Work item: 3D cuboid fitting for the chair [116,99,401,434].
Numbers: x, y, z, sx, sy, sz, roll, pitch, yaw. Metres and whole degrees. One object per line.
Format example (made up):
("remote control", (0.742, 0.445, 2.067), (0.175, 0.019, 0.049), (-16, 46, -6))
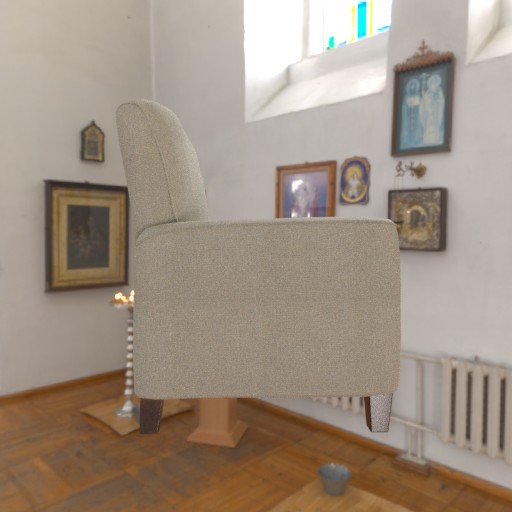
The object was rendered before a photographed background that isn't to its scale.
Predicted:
("chair", (0.000, 0.000, 1.637), (0.853, 1.006, 0.850), (0, 1, -1))
